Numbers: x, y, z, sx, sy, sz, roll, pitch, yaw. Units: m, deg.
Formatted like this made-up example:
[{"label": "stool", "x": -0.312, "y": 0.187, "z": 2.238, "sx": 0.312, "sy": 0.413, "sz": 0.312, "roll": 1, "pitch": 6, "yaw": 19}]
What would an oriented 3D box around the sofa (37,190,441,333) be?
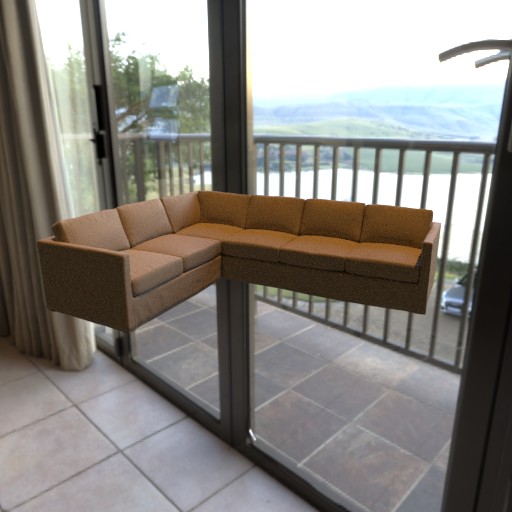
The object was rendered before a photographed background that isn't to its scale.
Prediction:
[{"label": "sofa", "x": 0.000, "y": 0.000, "z": 4.370, "sx": 3.182, "sy": 0.871, "sz": 2.432, "roll": 8, "pitch": 19, "yaw": 25}]
